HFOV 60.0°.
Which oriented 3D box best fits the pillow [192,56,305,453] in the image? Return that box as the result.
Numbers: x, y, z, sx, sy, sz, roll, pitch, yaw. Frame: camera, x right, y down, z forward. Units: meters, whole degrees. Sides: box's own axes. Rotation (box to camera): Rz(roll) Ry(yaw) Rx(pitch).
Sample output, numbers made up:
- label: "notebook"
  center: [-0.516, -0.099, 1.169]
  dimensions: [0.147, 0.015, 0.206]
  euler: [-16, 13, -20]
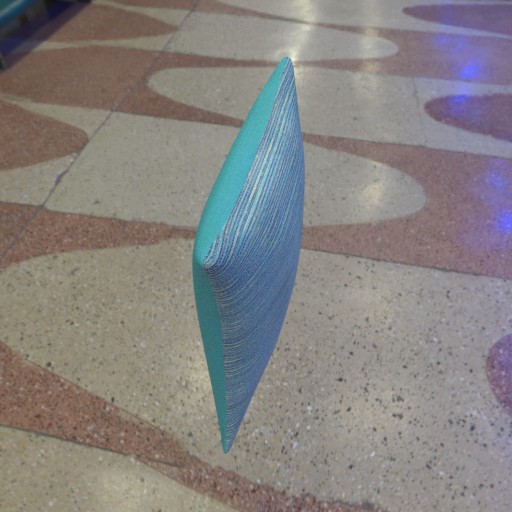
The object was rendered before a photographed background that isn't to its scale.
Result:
- label: "pillow"
  center: [0.000, 0.000, 0.779]
  dimensions: [0.150, 0.497, 0.514]
  euler: [9, 47, 8]
